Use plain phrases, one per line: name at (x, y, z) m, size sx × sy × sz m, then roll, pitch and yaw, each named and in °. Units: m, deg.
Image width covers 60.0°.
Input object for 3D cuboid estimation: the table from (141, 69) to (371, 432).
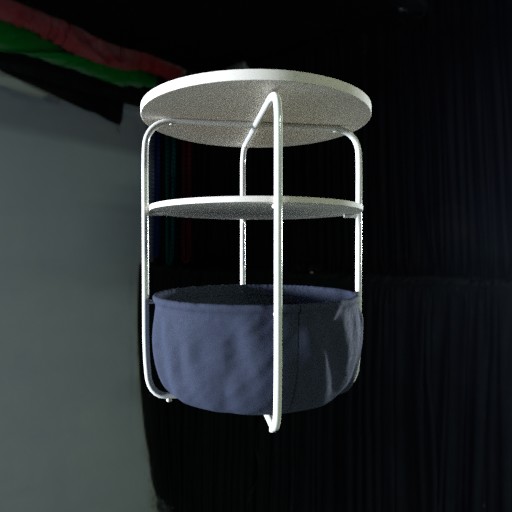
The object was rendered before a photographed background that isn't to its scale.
table at (0.000, 0.000, 0.835) m, size 0.418 × 0.532 × 0.418 m, roll 1°, pitch 1°, yaw 36°
